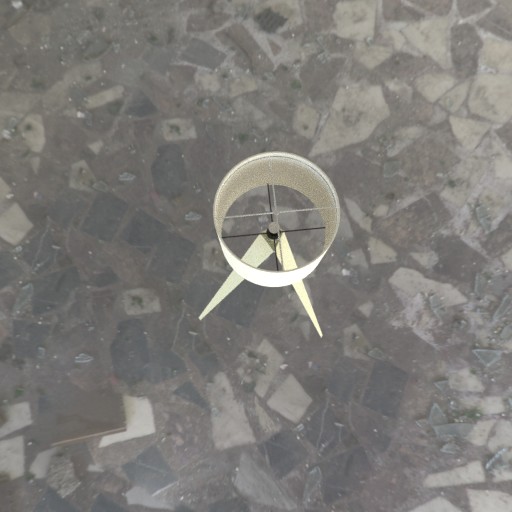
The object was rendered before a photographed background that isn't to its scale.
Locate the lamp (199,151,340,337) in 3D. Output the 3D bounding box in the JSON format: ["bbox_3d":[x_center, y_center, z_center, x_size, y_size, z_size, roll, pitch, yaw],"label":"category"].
[{"bbox_3d":[0.000,0.000,1.961,0.724,1.524,0.716,-6,77,-1],"label":"lamp"}]
